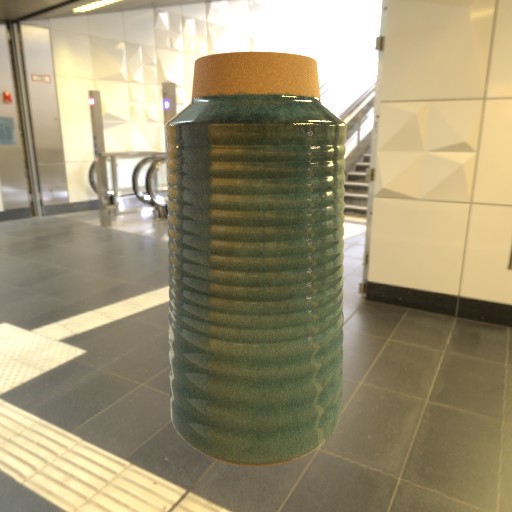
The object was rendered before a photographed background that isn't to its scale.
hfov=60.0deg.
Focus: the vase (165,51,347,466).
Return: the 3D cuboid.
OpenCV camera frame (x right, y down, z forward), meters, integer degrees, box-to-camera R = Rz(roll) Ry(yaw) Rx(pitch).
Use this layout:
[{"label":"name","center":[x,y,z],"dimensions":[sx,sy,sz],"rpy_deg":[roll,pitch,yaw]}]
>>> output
[{"label":"vase","center":[0.000,0.000,0.390],"dimensions":[0.163,0.316,0.163],"rpy_deg":[0,15,0]}]
